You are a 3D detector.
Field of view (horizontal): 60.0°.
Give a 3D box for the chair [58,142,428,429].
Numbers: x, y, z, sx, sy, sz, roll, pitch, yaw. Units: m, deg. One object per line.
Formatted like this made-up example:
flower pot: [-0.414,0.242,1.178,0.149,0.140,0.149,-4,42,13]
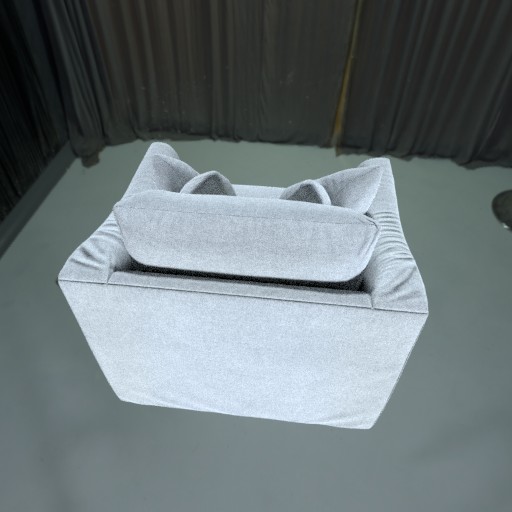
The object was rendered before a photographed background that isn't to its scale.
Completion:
chair: [0.000,0.000,1.978,1.194,1.059,1.071,5,47,5]
